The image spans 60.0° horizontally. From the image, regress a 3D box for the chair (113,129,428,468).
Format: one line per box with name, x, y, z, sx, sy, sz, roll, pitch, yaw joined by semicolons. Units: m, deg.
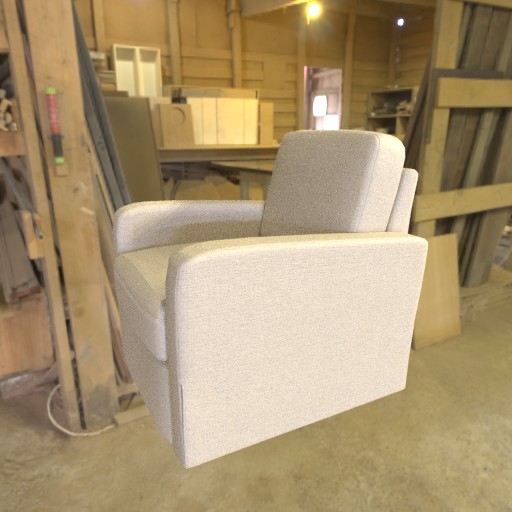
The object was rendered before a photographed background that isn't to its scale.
chair;0.000;0.000;1.511;0.888;0.827;0.755;-9;19;-27
